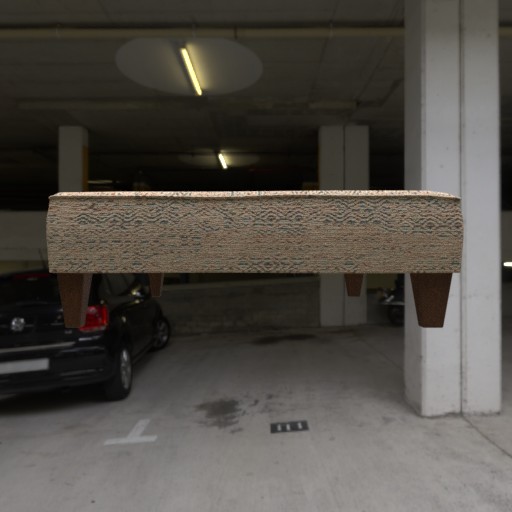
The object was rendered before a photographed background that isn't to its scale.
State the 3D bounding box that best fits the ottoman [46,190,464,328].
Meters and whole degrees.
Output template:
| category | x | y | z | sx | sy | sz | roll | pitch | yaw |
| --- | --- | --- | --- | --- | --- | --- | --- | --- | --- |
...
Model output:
| category | x | y | z | sx | sy | sz | roll | pitch | yaw |
| --- | --- | --- | --- | --- | --- | --- | --- | --- | --- |
| ottoman | 0.000 | 0.000 | 1.535 | 1.004 | 0.356 | 0.968 | 0 | 0 | 0 |
